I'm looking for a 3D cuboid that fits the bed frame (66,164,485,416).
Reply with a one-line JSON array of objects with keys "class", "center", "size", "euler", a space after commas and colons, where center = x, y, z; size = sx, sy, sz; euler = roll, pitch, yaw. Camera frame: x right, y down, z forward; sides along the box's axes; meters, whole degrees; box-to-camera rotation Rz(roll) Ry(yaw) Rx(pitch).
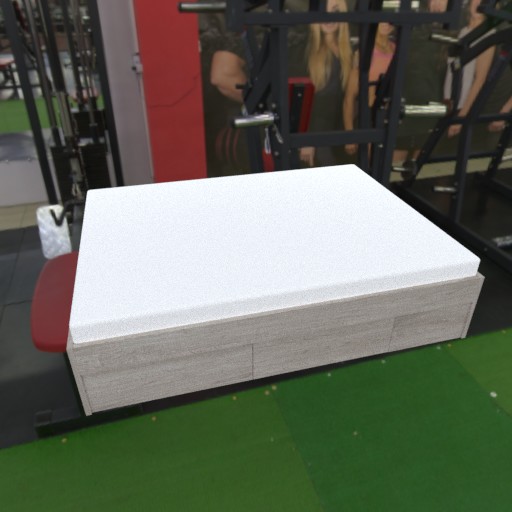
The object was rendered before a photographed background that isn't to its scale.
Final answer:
[{"class": "bed frame", "center": [0.000, 0.000, 2.642], "size": [1.944, 0.490, 1.448], "euler": [-8, 32, -13]}]
